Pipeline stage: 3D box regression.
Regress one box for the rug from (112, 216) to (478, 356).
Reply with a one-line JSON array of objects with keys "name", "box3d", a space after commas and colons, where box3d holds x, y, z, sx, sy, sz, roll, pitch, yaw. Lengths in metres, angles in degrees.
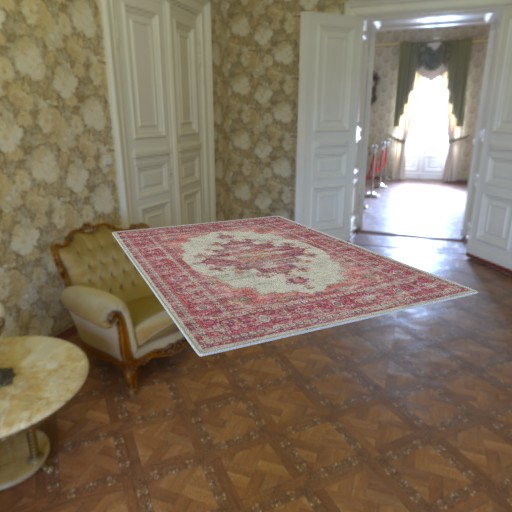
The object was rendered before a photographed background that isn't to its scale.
[{"name": "rug", "box3d": [0.000, 0.000, 3.854, 2.005, 0.014, 2.878, -8, 18, -24]}]
